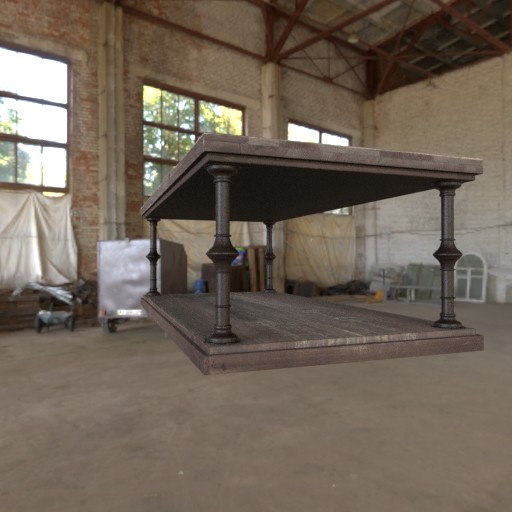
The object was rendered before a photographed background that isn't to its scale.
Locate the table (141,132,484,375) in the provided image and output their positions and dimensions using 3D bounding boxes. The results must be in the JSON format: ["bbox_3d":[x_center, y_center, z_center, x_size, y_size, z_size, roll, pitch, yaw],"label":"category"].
[{"bbox_3d":[0.000,0.000,1.283,0.554,0.373,1.088,0,0,-20],"label":"table"}]
